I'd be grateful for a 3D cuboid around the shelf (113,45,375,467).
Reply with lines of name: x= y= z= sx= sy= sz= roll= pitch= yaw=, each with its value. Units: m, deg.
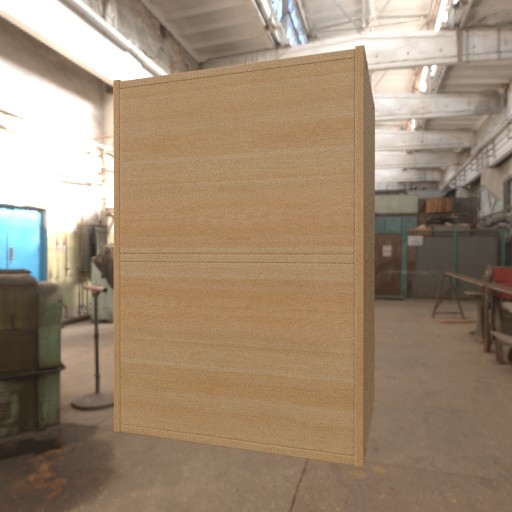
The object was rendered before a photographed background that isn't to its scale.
shelf: x=0.000 y=0.000 z=0.821 sx=0.414 sy=0.592 sz=0.290 roll=0 pitch=1 yaw=18
